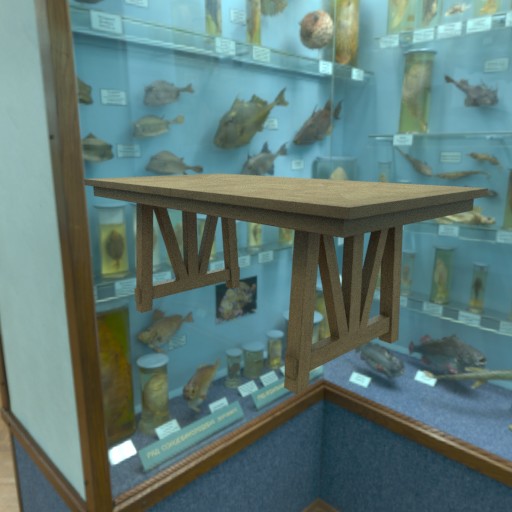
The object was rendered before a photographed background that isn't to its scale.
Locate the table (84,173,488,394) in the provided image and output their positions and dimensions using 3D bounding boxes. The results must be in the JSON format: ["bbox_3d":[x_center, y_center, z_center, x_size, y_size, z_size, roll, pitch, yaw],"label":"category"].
[{"bbox_3d":[0.000,0.000,2.356,1.016,0.768,1.881,-12,18,-41],"label":"table"}]
